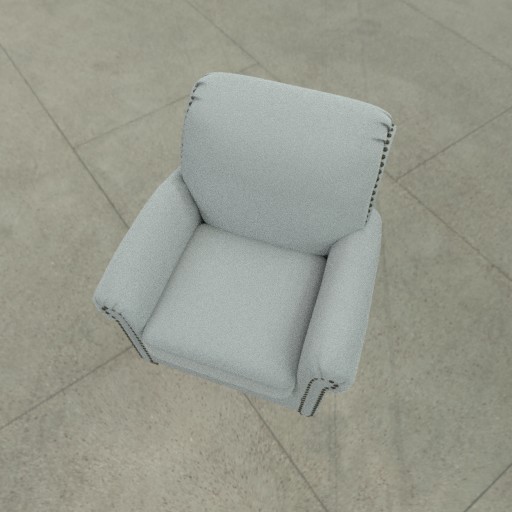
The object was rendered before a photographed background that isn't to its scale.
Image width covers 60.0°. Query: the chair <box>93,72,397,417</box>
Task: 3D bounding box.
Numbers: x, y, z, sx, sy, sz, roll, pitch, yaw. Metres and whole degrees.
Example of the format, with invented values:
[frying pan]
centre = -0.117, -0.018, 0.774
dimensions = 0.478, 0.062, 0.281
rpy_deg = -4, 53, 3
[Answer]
[chair]
centre = 0.000, 0.000, 1.623
dimensions = 0.854, 0.927, 0.890
rpy_deg = 16, 60, 10
